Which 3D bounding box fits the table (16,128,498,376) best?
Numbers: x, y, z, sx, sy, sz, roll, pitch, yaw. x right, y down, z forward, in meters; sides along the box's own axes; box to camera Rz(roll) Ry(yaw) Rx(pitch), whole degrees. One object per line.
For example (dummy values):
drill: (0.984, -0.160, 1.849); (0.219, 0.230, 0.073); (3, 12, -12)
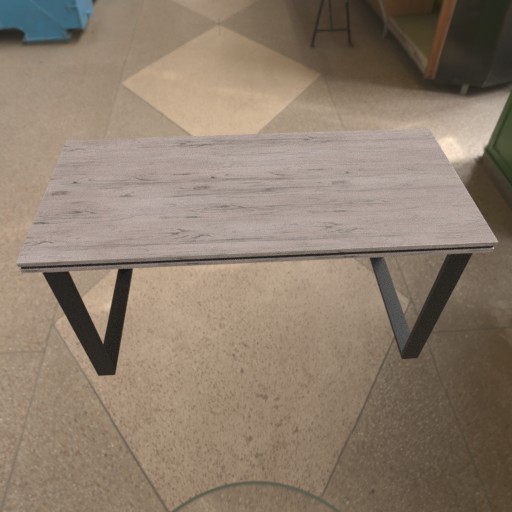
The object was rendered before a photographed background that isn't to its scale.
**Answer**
table: (0.000, 0.000, 2.230); (1.778, 0.899, 0.795); (-3, 47, -2)
